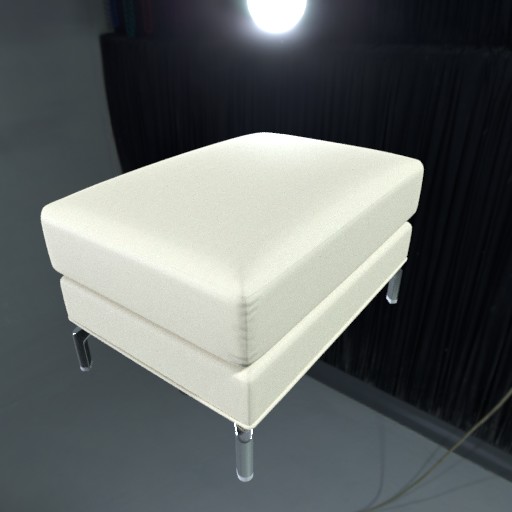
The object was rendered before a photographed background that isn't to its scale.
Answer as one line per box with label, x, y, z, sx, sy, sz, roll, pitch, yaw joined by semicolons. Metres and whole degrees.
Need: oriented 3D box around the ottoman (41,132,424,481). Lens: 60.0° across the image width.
ottoman;0.000;0.000;1.187;0.581;0.497;0.835;20;34;32
